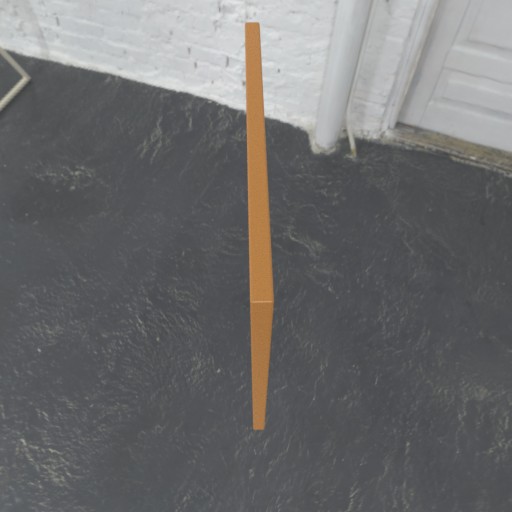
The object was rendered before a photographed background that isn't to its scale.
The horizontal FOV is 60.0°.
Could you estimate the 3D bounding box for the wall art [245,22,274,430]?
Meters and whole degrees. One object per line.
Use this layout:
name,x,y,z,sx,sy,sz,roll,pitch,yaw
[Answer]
wall art,0.000,0.000,0.754,0.022,0.553,0.452,-1,57,-1
